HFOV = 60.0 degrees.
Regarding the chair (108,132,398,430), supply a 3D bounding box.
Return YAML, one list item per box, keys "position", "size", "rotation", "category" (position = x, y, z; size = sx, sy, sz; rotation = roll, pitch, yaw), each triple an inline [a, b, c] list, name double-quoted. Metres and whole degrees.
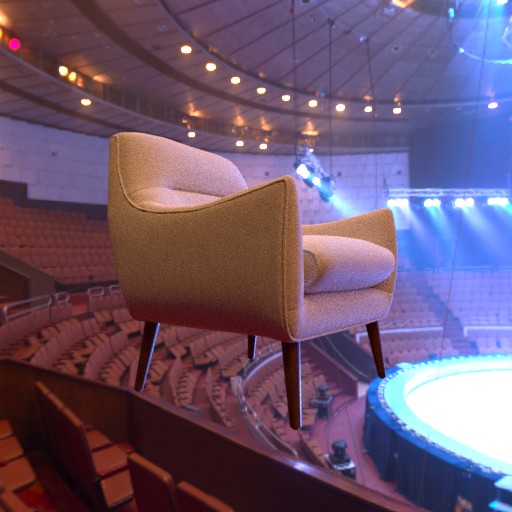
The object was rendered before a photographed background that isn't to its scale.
- position: [0.000, 0.000, 1.483]
  size: [0.787, 0.838, 0.762]
  rotation: [-1, -2, 35]
  category: "chair"
